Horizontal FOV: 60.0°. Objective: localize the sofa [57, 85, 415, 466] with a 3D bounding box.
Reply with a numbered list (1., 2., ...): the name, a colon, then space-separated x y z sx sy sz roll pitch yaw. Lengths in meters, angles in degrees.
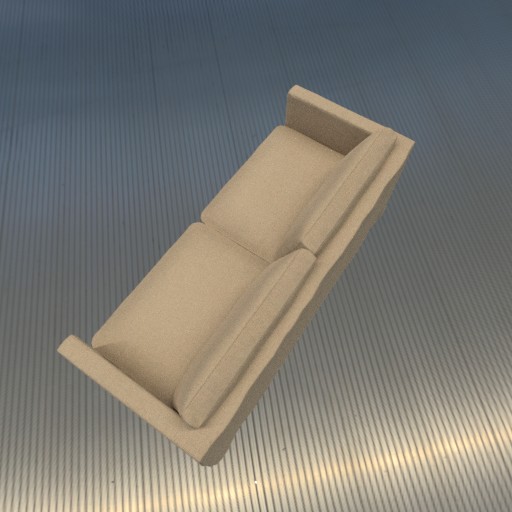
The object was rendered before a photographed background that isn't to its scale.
1. sofa: 0.000 0.000 2.799 0.962 0.853 2.312 31 67 15
